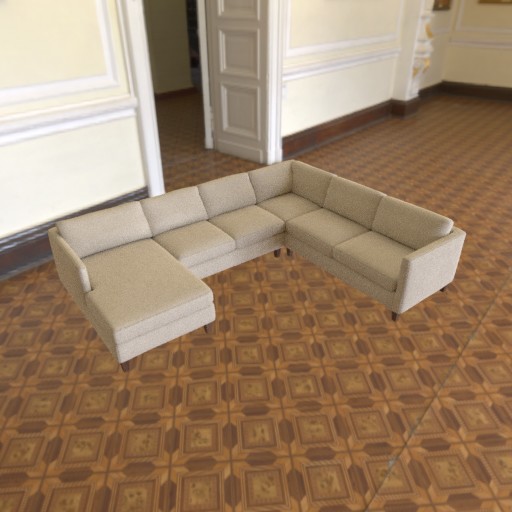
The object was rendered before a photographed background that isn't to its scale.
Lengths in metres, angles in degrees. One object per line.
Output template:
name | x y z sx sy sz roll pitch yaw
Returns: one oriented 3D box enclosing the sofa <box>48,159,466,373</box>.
sofa | 0.000 0.000 4.416 3.238 0.853 2.551 -21 37 -32
